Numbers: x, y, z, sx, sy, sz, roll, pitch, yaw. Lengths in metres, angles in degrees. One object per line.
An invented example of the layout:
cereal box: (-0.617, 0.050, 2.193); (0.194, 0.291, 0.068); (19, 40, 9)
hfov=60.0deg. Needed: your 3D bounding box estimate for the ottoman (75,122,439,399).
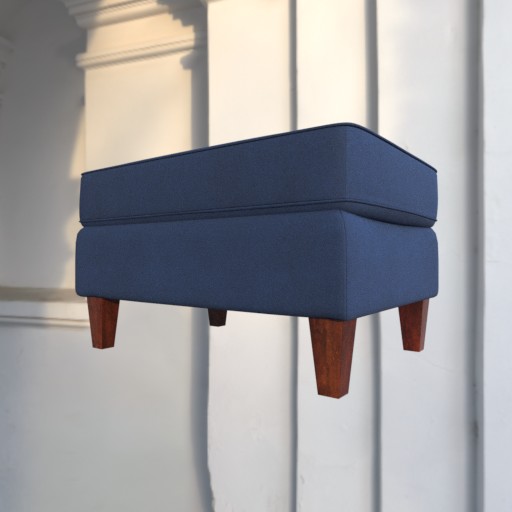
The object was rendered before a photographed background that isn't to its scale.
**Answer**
ottoman: (0.000, 0.000, 1.398); (0.965, 0.584, 0.686); (0, 0, 36)
